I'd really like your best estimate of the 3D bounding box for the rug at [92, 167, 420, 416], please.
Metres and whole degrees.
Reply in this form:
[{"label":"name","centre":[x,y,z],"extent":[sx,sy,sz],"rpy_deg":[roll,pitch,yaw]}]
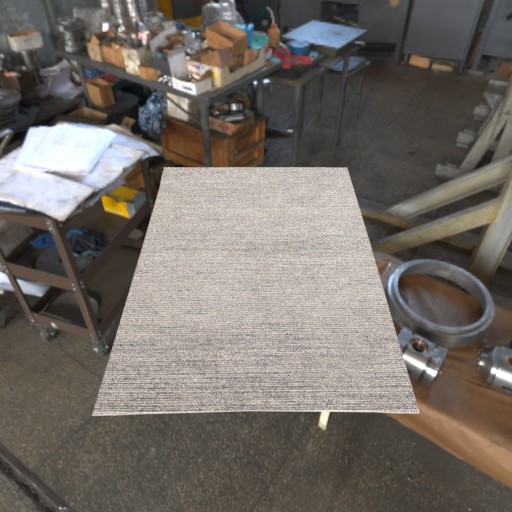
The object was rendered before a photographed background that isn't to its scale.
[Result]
[{"label":"rug","centre":[0.000,0.000,3.012],"extent":[1.604,0.030,2.307],"rpy_deg":[0,42,0]}]
